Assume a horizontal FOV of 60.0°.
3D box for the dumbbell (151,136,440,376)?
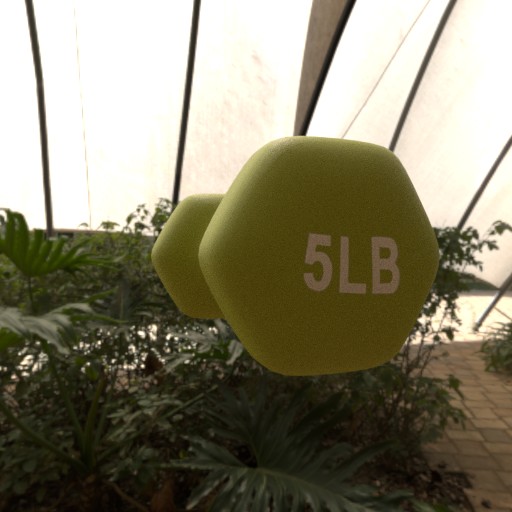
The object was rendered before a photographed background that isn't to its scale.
[{"bbox_3d":[0.000,0.000,0.201,0.080,0.072,0.164,0,0,-19],"label":"dumbbell"}]
